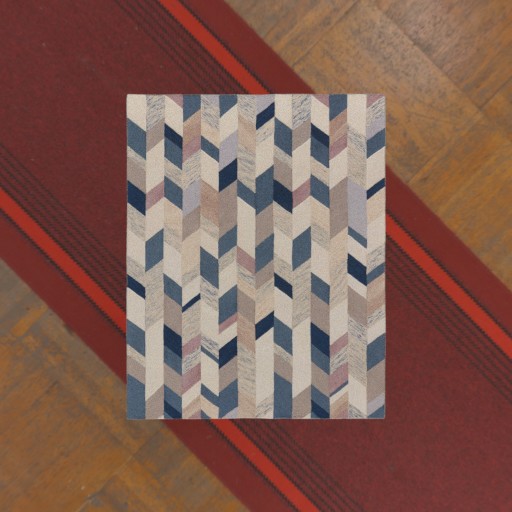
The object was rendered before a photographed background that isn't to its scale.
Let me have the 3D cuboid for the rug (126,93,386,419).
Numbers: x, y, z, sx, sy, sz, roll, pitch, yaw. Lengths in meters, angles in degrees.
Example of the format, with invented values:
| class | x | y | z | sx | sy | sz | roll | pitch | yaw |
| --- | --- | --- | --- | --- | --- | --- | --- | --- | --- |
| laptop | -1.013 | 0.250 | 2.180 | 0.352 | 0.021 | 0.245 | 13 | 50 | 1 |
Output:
| class | x | y | z | sx | sy | sz | roll | pitch | yaw |
| --- | --- | --- | --- | --- | --- | --- | --- | --- | --- |
| rug | 0.000 | 0.000 | 4.183 | 2.451 | 0.011 | 3.072 | 0 | 89 | 0 |
